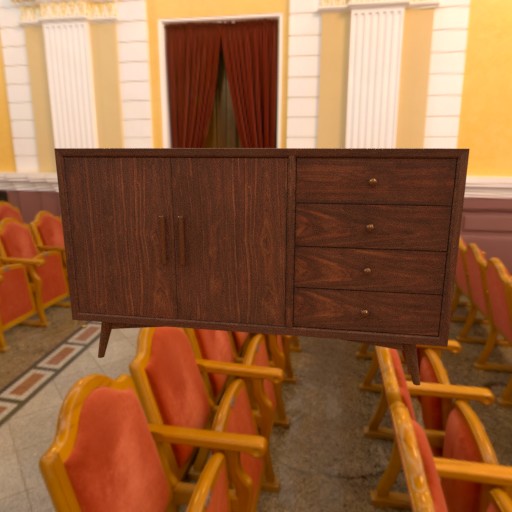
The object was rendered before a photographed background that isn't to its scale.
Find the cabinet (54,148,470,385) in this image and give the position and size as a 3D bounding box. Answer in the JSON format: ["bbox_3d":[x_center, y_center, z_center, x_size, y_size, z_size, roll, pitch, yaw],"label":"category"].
[{"bbox_3d":[0.000,0.000,1.991,1.575,0.940,0.505,2,14,10],"label":"cabinet"}]
